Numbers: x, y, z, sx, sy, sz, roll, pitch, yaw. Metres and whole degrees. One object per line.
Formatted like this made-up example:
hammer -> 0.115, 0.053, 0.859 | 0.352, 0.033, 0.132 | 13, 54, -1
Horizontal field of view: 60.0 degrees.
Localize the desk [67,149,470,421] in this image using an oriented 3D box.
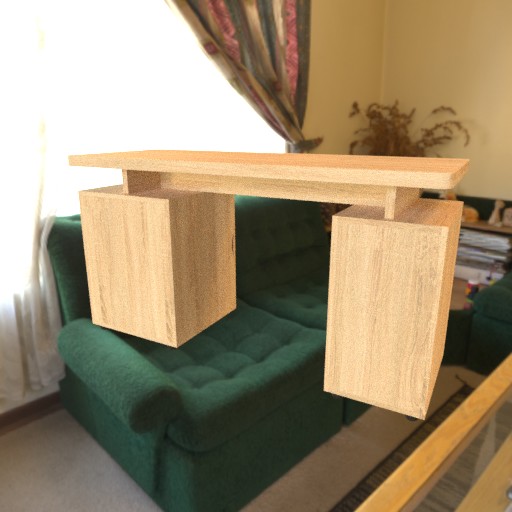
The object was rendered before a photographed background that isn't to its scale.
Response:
desk -> 0.000, 0.000, 1.741 | 1.400, 0.760, 0.550 | 9, 19, 27
